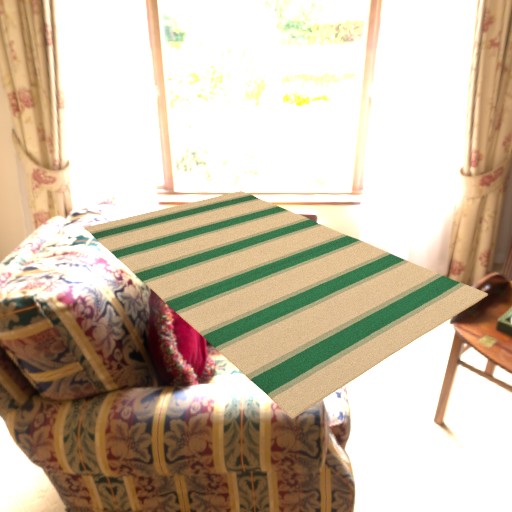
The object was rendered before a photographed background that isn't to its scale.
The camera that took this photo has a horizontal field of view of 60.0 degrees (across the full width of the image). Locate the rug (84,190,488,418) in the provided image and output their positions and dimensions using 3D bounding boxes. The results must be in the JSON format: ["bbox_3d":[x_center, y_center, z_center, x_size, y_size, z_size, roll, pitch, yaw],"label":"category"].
[{"bbox_3d":[0.000,0.000,3.014,1.521,0.015,2.436,-19,32,-33],"label":"rug"}]
